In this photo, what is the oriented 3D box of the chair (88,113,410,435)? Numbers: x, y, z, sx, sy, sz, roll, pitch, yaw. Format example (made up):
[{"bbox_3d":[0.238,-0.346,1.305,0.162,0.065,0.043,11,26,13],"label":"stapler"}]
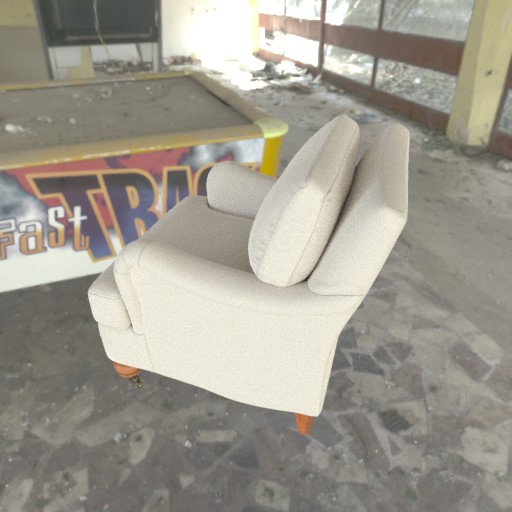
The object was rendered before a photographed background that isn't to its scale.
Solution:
[{"bbox_3d":[0.000,0.000,1.848,1.070,1.038,0.955,9,32,14],"label":"chair"}]
